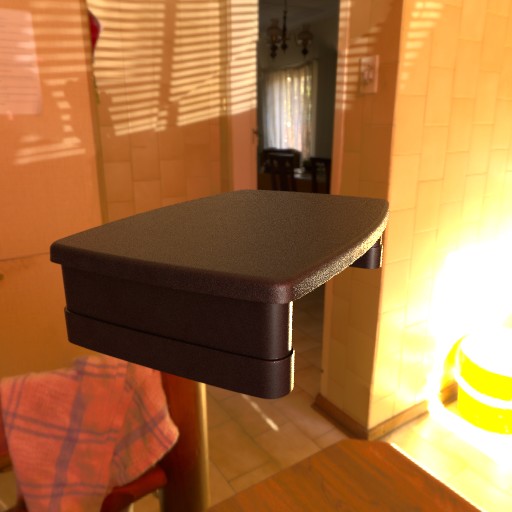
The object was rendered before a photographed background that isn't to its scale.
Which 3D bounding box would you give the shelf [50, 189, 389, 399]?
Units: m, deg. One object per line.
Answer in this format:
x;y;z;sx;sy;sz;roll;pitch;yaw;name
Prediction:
0.000;0.000;0.539;0.280;0.100;0.410;8;18;25;shelf
